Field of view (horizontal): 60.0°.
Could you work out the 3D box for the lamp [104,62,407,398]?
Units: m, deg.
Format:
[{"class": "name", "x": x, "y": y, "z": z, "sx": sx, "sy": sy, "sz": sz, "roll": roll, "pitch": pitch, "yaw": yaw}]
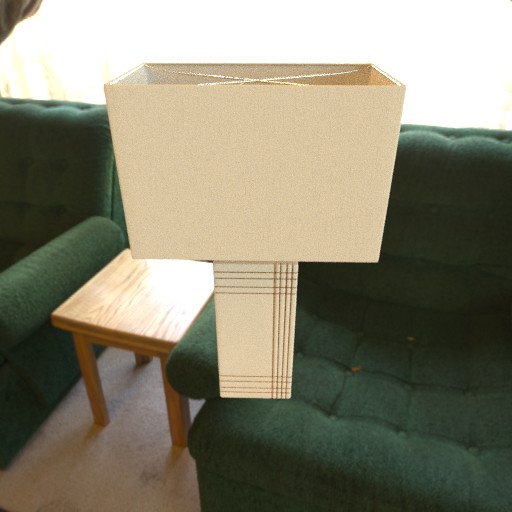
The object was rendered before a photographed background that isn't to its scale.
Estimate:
[{"class": "lamp", "x": 0.000, "y": 0.000, "z": 0.700, "sx": 0.334, "sy": 0.543, "sz": 0.182, "roll": 1, "pitch": 31, "yaw": 1}]
